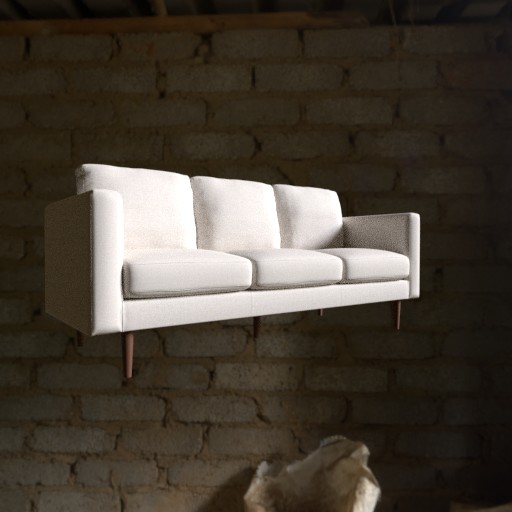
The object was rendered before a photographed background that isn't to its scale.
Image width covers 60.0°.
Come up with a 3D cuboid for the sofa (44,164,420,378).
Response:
[{"bbox_3d":[0.000,0.000,2.474,2.029,0.912,0.802,-1,1,-36],"label":"sofa"}]
